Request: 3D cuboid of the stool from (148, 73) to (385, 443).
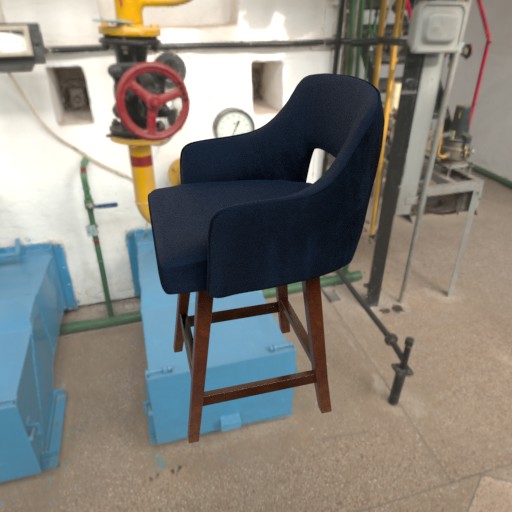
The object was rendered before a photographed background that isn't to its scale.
[{"bbox_3d":[0.000,0.000,1.275,0.560,0.940,0.550,-8,31,-13],"label":"stool"}]
